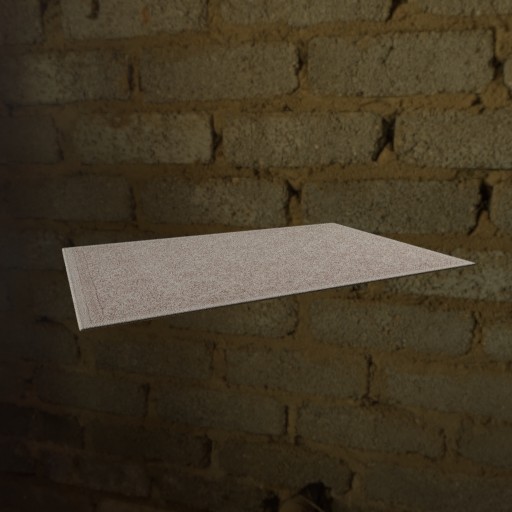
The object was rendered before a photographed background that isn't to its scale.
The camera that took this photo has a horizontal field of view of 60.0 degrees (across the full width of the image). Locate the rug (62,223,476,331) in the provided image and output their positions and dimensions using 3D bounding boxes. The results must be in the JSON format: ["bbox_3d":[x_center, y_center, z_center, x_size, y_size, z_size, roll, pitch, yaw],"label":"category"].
[{"bbox_3d":[0.000,0.000,2.332,1.829,0.010,1.219,-7,16,-25],"label":"rug"}]
